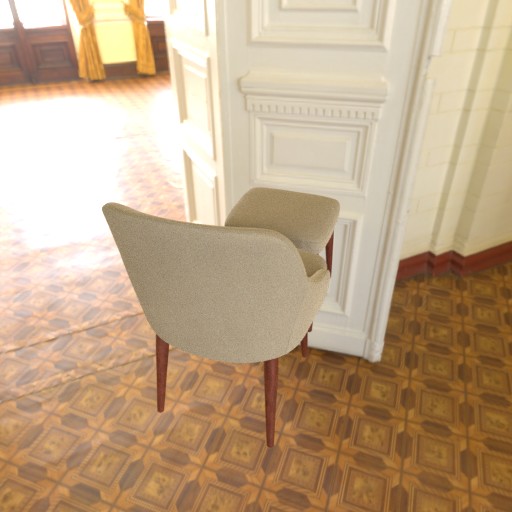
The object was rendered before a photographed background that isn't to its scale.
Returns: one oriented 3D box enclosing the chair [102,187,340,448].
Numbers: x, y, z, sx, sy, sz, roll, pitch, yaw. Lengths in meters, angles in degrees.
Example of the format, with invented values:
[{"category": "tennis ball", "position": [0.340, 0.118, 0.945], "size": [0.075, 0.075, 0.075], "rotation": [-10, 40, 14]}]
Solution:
[{"category": "chair", "position": [0.000, 0.000, 1.614], "size": [0.584, 0.866, 1.114], "rotation": [11, 35, 16]}]
